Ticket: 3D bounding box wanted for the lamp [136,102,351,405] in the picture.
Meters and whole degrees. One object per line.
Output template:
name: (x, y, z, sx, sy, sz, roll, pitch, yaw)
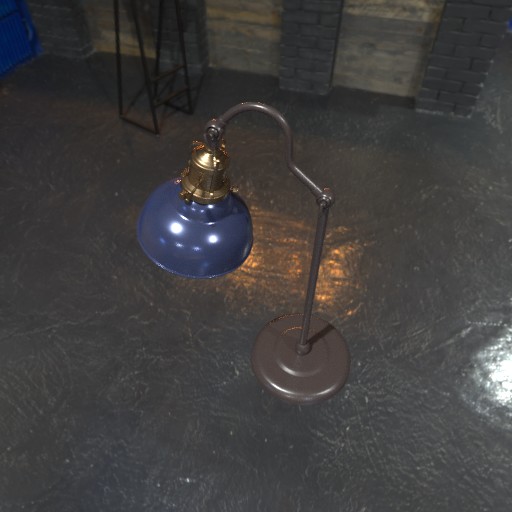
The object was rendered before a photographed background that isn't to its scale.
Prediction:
lamp: (0.000, 0.000, 0.687, 0.374, 0.508, 0.192, 15, 49, 13)
